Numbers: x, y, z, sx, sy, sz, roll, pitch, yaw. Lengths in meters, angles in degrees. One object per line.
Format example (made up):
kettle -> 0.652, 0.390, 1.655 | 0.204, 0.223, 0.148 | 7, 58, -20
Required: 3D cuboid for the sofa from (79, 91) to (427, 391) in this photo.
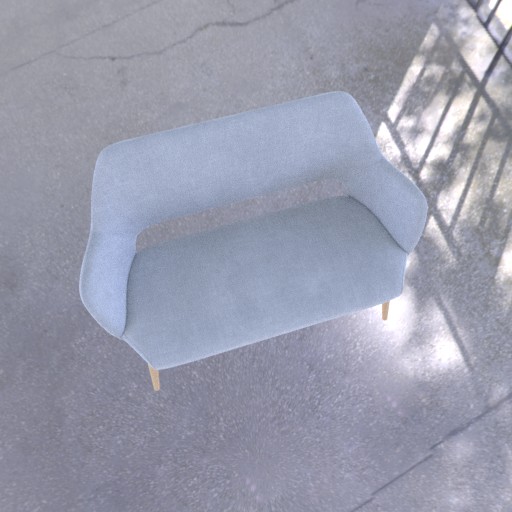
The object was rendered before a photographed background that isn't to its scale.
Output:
sofa -> 0.000, 0.000, 1.623 | 1.150, 0.840, 0.610 | -16, 66, -7
